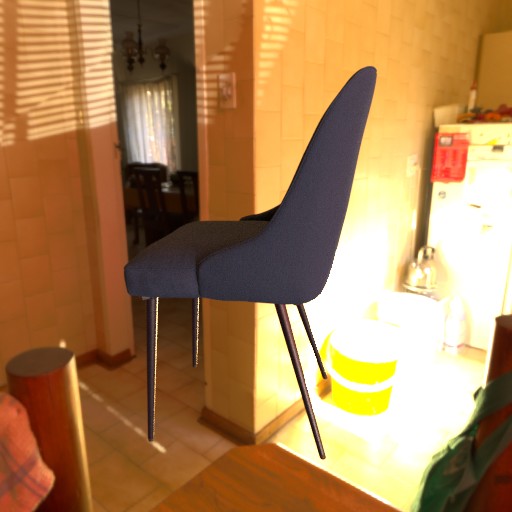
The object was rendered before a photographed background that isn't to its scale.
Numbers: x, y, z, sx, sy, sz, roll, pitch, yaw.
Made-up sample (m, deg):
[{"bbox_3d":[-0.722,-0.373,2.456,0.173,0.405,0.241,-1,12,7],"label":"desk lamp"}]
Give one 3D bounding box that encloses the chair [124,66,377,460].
[{"bbox_3d":[0.000,0.000,1.171,0.559,0.896,0.478,2,15,9],"label":"chair"}]
